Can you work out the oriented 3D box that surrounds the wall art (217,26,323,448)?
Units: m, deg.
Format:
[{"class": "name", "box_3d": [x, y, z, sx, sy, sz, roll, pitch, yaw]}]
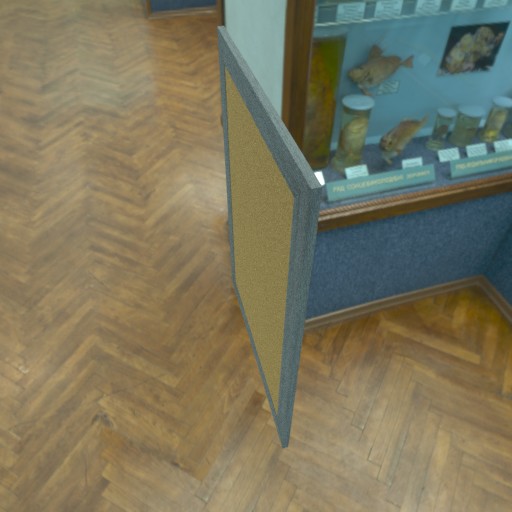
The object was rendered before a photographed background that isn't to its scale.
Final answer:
[{"class": "wall art", "box_3d": [0.000, 0.000, 1.356, 0.020, 1.070, 0.768, -11, 47, -10]}]
